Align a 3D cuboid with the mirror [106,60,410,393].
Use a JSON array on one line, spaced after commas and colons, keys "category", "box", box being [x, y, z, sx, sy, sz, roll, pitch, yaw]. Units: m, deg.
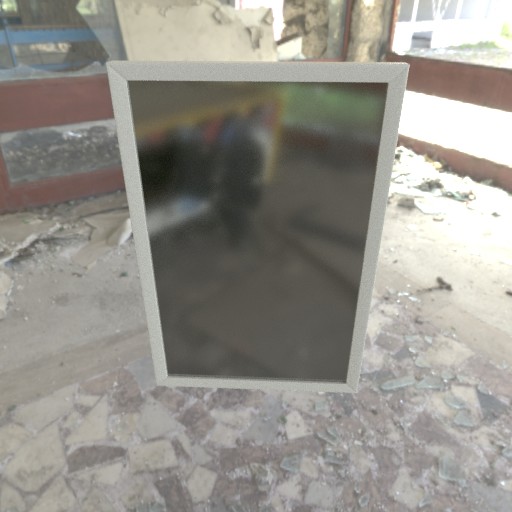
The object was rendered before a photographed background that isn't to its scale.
[{"category": "mirror", "box": [0.000, 0.000, 1.134, 0.609, 0.914, 0.041, 1, 30, 2]}]
